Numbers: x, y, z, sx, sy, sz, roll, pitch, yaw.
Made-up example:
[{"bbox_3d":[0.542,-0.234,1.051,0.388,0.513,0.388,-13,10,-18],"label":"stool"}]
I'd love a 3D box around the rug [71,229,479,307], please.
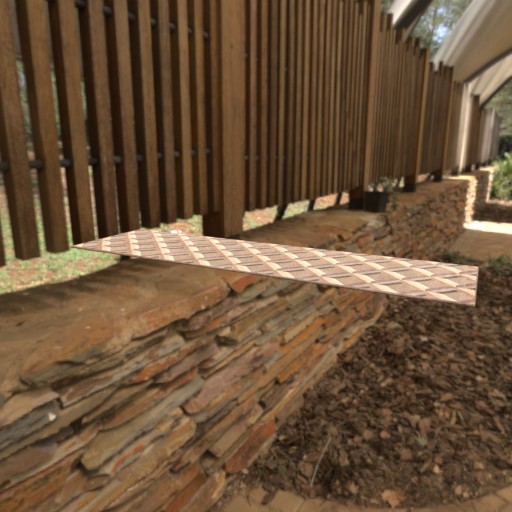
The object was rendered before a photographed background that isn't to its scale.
[{"bbox_3d":[0.000,0.000,2.711,2.437,0.013,0.685,7,16,26],"label":"rug"}]
